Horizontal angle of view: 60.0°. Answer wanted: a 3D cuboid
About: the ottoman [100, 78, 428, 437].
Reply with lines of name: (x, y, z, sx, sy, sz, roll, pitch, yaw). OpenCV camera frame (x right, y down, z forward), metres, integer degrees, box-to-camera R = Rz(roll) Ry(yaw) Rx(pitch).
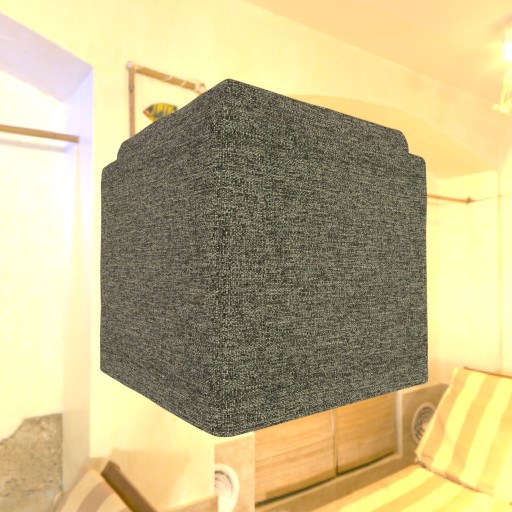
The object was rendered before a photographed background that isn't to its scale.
ottoman: (0.000, 0.000, 0.826, 0.450, 0.463, 0.450, 1, -2, -37)
